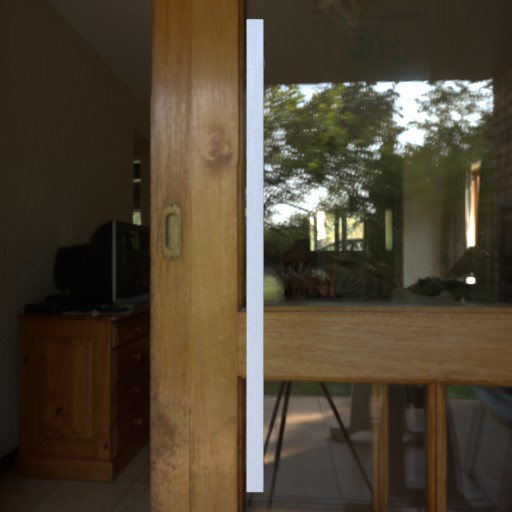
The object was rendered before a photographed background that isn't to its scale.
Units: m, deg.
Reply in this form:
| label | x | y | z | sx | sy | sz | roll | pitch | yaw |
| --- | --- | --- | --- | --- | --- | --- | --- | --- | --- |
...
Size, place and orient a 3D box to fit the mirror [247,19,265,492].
| label | x | y | z | sx | sy | sz | roll | pitch | yaw |
| --- | --- | --- | --- | --- | --- | --- | --- | --- | --- |
| mirror | 0.000 | 0.000 | 1.333 | 0.040 | 1.016 | 0.762 | 0 | 0 | 0 |
